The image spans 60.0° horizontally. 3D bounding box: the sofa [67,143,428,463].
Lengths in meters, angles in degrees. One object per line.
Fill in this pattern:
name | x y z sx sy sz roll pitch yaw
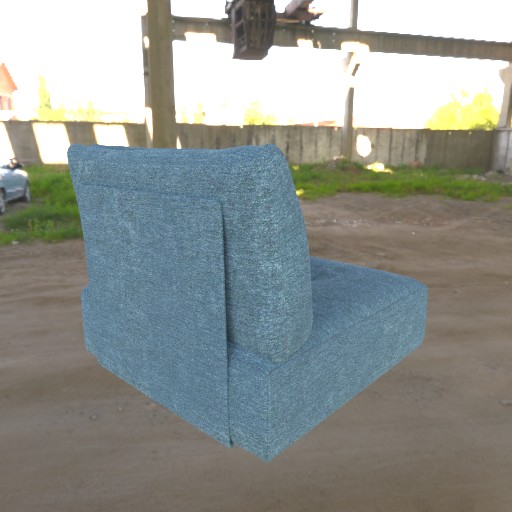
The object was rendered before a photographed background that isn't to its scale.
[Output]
sofa | 0.000 0.000 1.668 1.000 0.820 1.000 13 19 41
